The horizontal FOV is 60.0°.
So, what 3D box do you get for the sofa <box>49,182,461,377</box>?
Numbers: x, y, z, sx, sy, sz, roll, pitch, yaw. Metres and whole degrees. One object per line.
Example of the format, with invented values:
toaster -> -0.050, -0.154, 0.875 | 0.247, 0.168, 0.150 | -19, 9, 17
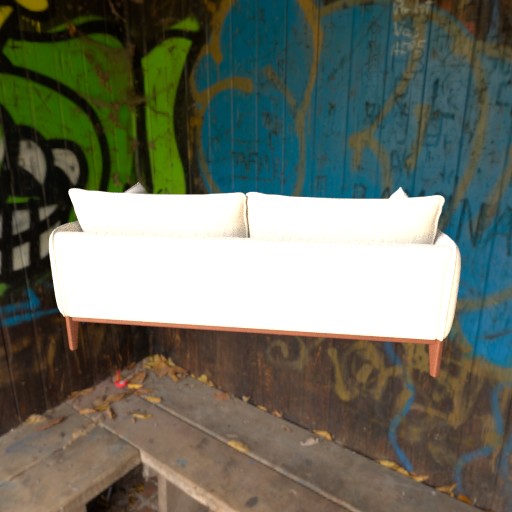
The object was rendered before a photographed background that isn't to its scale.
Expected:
sofa -> 0.000, 0.000, 2.553 | 1.989, 0.860, 0.991 | 2, 17, 8
